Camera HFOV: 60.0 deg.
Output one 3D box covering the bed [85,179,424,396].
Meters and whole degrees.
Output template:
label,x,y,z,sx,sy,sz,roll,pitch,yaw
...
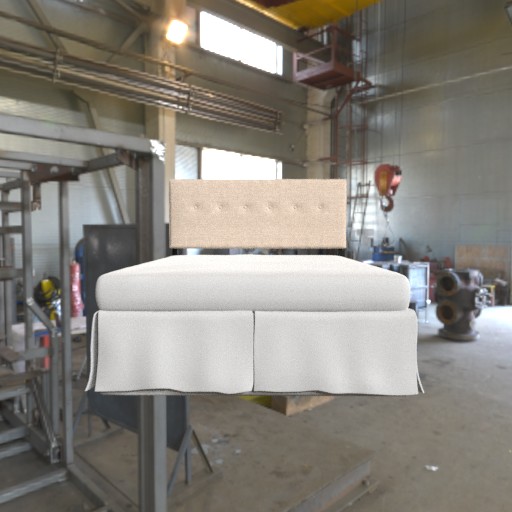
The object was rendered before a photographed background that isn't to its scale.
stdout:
label,x,y,z,sx,sy,sz,roll,pitch,yaw
bed,0.000,0.000,3.033,1.643,1.270,1.978,0,3,1
